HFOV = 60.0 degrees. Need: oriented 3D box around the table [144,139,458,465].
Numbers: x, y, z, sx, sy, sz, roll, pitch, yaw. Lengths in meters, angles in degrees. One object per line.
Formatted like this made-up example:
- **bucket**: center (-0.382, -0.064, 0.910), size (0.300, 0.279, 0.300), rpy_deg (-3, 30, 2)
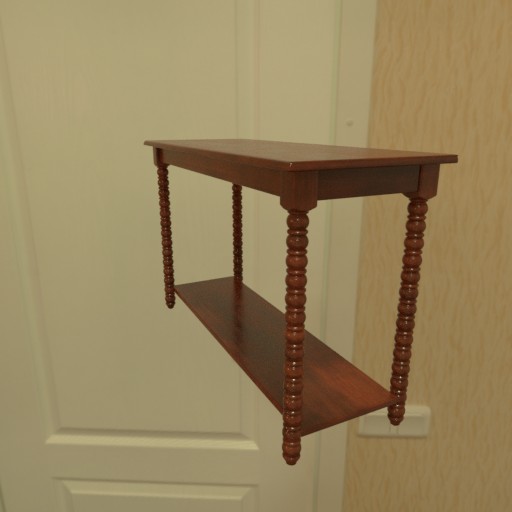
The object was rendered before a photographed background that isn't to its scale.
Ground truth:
- **table**: center (0.000, 0.000, 1.526), size (0.459, 0.740, 1.184), rpy_deg (-8, 19, -25)
